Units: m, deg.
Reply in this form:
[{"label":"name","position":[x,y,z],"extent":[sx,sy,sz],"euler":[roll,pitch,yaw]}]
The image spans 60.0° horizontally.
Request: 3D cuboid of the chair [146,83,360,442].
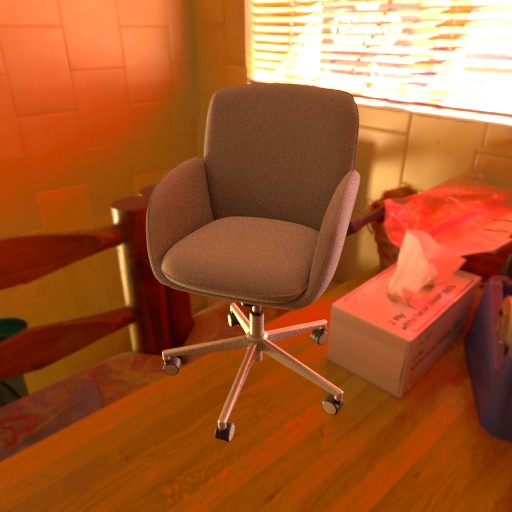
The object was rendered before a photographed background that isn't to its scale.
[{"label":"chair","position":[0.000,0.000,1.393],"extent":[0.648,0.959,0.654],"euler":[9,28,16]}]
